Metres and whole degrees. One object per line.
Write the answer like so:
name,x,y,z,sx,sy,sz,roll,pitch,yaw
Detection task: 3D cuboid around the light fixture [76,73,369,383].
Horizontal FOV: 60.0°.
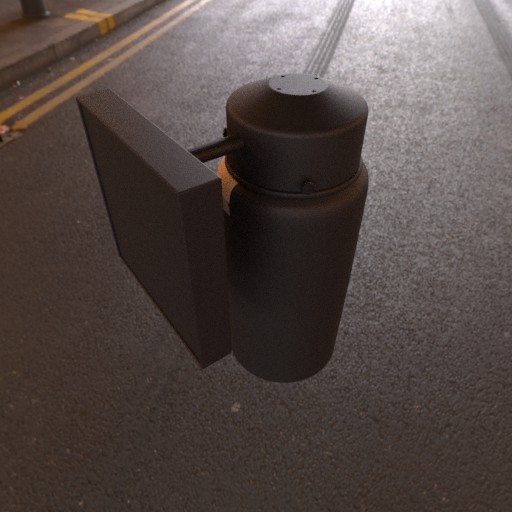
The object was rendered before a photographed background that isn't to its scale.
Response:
light fixture,0.000,0.000,0.351,0.176,0.257,0.130,-26,48,-26
